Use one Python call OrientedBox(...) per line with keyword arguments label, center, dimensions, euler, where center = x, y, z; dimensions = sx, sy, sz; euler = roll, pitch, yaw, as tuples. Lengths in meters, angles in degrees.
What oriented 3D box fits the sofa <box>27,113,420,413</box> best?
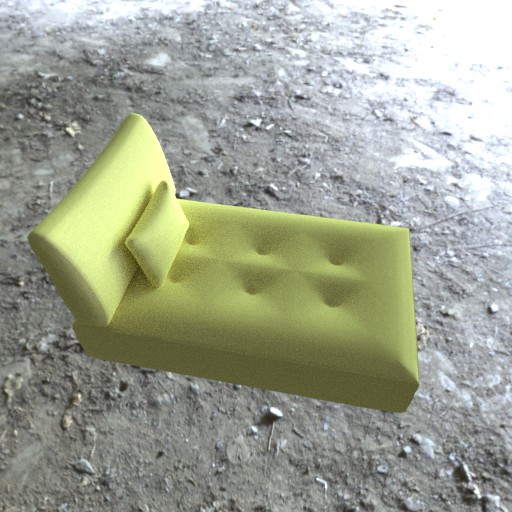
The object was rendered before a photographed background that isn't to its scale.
OrientedBox(label="sofa", center=(0.000, 0.000, 1.999), dimensions=(1.450, 0.820, 0.930), euler=(8, 46, 8))
